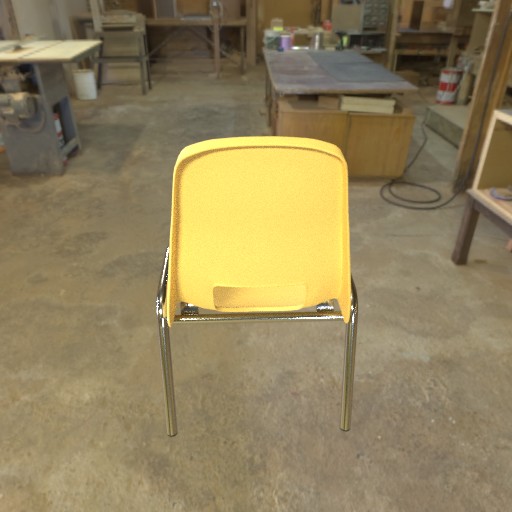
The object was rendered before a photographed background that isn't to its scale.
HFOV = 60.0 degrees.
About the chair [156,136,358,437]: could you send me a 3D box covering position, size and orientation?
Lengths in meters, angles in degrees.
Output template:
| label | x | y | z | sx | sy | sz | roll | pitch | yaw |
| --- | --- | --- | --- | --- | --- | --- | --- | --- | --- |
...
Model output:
| label | x | y | z | sx | sy | sz | roll | pitch | yaw |
| --- | --- | --- | --- | --- | --- | --- | --- | --- | --- |
| chair | 0.000 | 0.000 | 0.800 | 0.354 | 0.536 | 0.385 | -1 | 31 | -2 |
